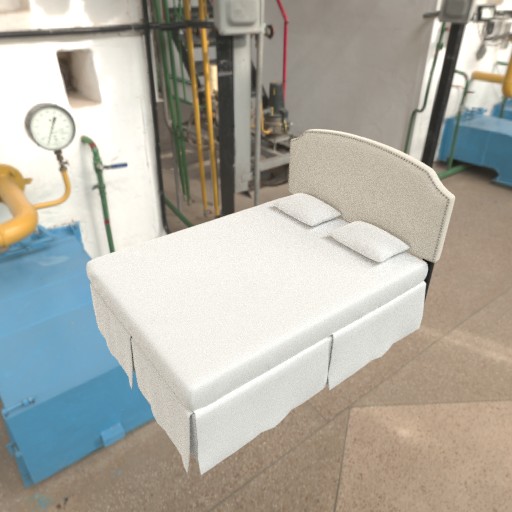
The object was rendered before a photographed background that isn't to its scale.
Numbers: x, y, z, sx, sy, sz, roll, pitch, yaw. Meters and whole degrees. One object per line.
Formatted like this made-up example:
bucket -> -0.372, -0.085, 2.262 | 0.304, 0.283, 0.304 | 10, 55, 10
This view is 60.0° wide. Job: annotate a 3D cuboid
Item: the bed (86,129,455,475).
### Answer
bed -> 0.000, 0.000, 3.015 | 1.999, 1.270, 1.558 | -22, 38, -31
